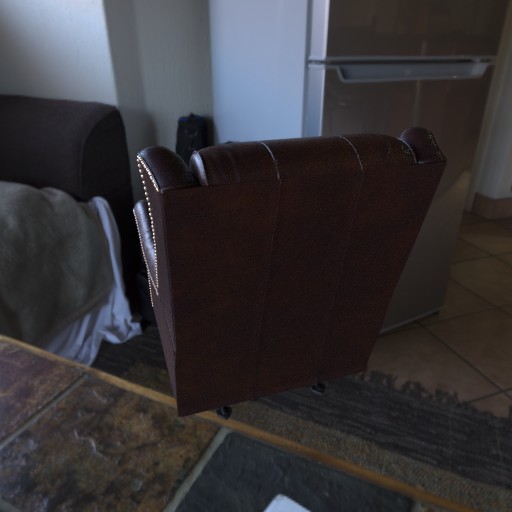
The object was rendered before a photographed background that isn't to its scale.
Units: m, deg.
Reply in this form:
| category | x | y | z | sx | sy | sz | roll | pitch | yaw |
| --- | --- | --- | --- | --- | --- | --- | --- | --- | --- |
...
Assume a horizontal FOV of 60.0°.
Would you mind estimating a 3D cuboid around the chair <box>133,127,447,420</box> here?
| category | x | y | z | sx | sy | sz | roll | pitch | yaw |
| --- | --- | --- | --- | --- | --- | --- | --- | --- | --- |
| chair | 0.000 | 0.000 | 1.763 | 0.869 | 1.084 | 1.008 | -9 | 28 | -17 |
